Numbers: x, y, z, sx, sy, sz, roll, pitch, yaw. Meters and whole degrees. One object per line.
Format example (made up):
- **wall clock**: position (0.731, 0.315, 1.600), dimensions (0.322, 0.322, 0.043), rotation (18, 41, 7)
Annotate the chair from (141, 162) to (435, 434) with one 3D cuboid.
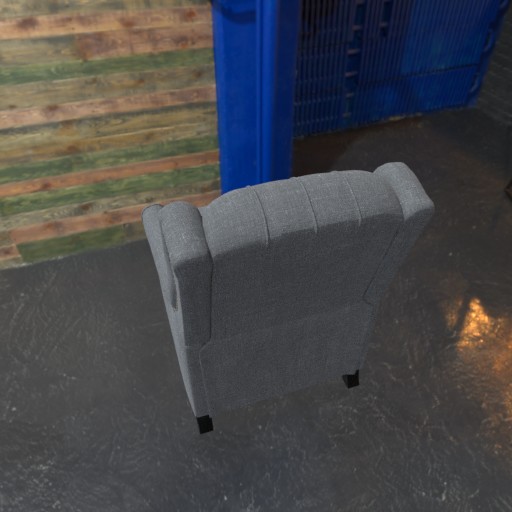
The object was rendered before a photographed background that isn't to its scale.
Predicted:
- **chair**: position (0.000, 0.000, 1.637), dimensions (0.742, 1.035, 0.898), rotation (-12, 43, -14)
